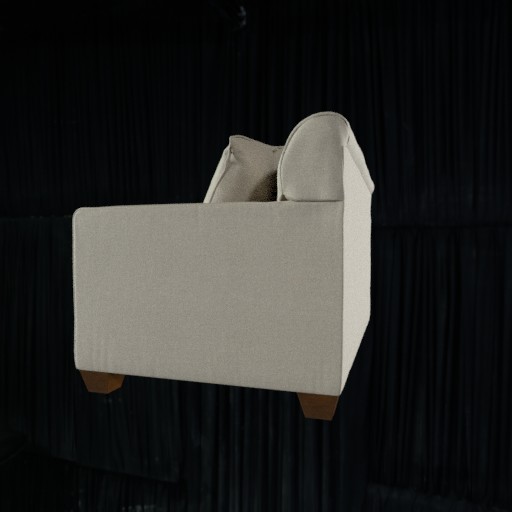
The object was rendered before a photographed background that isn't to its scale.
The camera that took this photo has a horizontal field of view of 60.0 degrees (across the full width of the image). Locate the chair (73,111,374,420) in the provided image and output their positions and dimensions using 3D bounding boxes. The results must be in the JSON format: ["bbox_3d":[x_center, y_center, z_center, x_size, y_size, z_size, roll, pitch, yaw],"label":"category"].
[{"bbox_3d":[0.000,0.000,2.067,1.000,0.948,1.383,0,1,18],"label":"chair"}]
